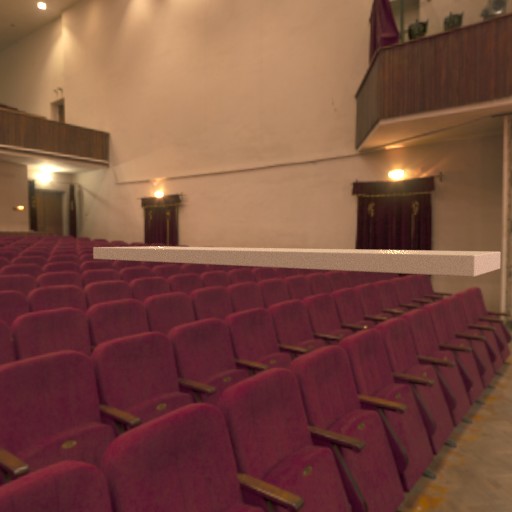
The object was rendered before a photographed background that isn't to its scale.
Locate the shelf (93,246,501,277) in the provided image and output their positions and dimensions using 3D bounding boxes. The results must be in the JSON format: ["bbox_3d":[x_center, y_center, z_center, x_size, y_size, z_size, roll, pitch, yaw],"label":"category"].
[{"bbox_3d":[0.000,0.000,0.646,0.610,0.020,0.140,2,3,37],"label":"shelf"}]
